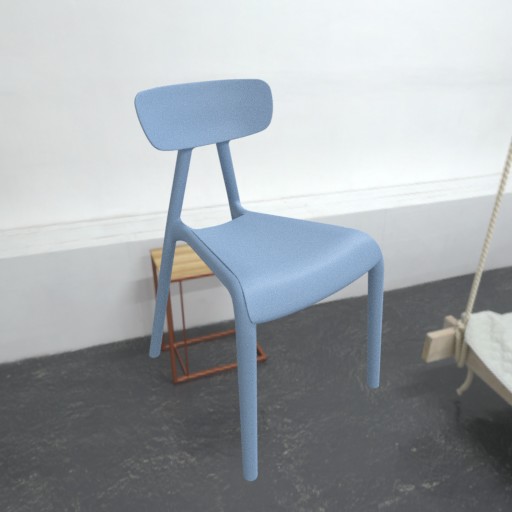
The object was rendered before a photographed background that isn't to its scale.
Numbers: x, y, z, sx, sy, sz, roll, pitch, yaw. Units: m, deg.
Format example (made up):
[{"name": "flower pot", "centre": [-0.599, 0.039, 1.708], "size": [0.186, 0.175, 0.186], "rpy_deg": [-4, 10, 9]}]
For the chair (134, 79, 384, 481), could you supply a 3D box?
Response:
[{"name": "chair", "centre": [0.000, 0.000, 0.836], "size": [0.356, 0.580, 0.401], "rpy_deg": [-21, 35, -34]}]
